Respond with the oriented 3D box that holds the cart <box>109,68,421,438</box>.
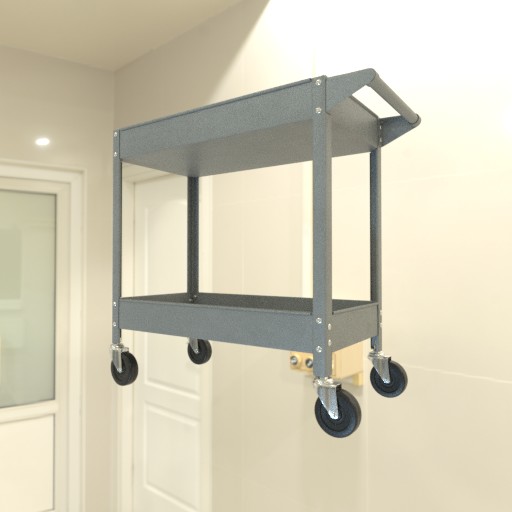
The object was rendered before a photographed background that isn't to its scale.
[{"bbox_3d":[0.000,0.000,1.186,0.779,0.719,0.366,-1,-1,35],"label":"cart"}]
